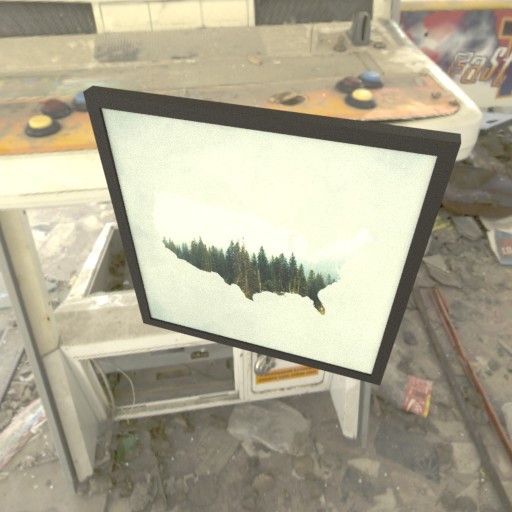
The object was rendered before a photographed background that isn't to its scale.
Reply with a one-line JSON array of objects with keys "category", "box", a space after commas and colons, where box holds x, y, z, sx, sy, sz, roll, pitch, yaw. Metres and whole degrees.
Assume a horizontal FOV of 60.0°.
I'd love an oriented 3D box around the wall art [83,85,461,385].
[{"category": "wall art", "box": [0.000, 0.000, 1.125, 0.763, 0.763, 0.038, 12, 43, 13]}]
